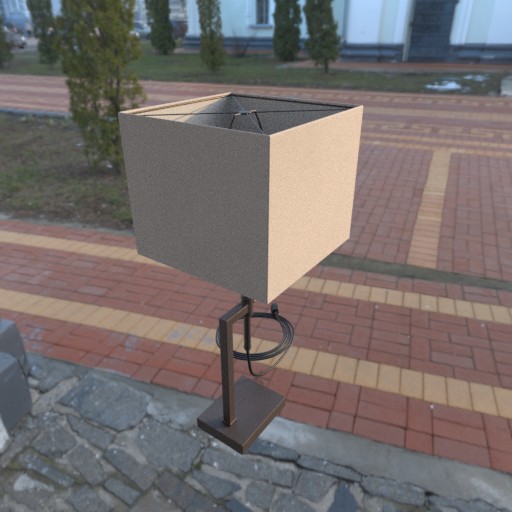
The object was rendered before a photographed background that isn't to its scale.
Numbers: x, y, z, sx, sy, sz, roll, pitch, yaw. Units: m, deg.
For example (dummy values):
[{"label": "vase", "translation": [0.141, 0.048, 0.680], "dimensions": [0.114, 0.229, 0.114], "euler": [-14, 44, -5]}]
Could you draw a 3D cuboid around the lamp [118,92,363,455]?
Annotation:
[{"label": "lamp", "translation": [0.000, 0.000, 0.968], "dimensions": [0.399, 0.660, 0.504], "euler": [18, 33, 31]}]
